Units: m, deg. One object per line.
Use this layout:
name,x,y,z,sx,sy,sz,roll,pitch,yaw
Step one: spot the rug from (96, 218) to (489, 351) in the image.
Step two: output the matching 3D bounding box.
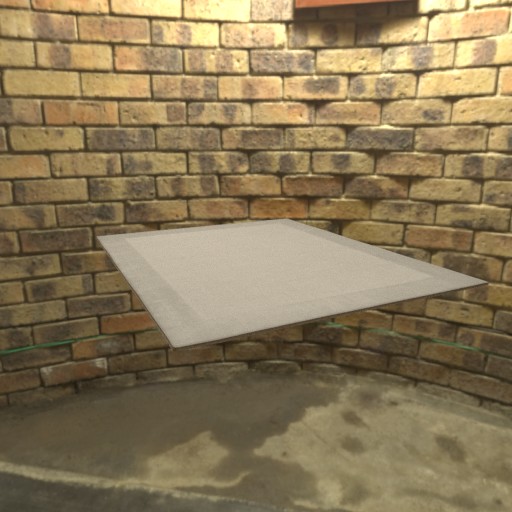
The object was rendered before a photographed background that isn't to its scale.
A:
rug,0.000,0.000,4.073,2.430,0.018,2.976,-7,17,-26
